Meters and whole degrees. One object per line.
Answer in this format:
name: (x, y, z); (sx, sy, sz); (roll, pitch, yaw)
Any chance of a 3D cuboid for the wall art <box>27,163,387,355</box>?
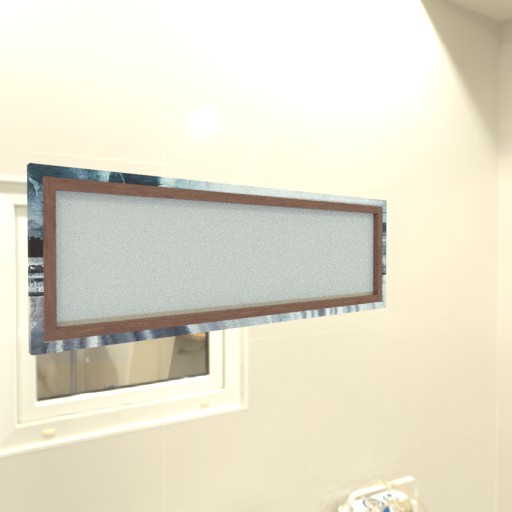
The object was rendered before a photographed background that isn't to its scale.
wall art: (0.000, 0.000, 1.645); (1.524, 0.509, 0.037); (-1, 1, -37)
